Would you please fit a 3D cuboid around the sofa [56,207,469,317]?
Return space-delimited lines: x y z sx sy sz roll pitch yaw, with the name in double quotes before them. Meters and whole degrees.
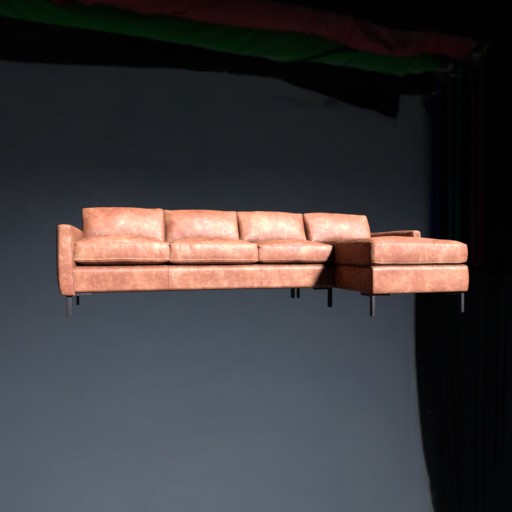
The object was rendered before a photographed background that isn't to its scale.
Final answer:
"sofa" 0.000 0.000 3.633 2.993 0.859 1.471 0 0 -17
